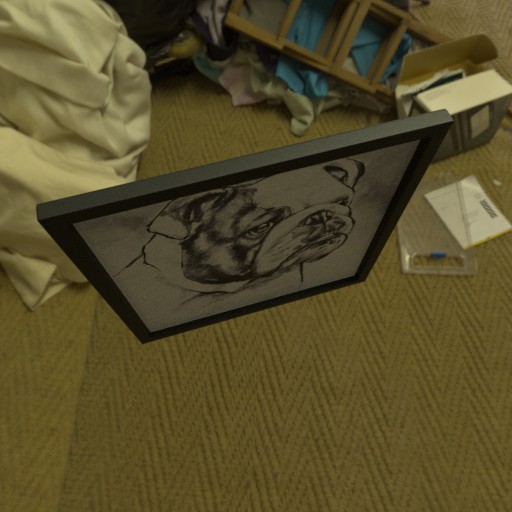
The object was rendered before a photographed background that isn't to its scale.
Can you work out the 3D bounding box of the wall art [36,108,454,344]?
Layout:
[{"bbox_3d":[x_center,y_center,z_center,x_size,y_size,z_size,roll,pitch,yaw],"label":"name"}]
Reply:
[{"bbox_3d":[0.000,0.000,0.672,0.456,0.453,0.022,-15,64,-7],"label":"wall art"}]
